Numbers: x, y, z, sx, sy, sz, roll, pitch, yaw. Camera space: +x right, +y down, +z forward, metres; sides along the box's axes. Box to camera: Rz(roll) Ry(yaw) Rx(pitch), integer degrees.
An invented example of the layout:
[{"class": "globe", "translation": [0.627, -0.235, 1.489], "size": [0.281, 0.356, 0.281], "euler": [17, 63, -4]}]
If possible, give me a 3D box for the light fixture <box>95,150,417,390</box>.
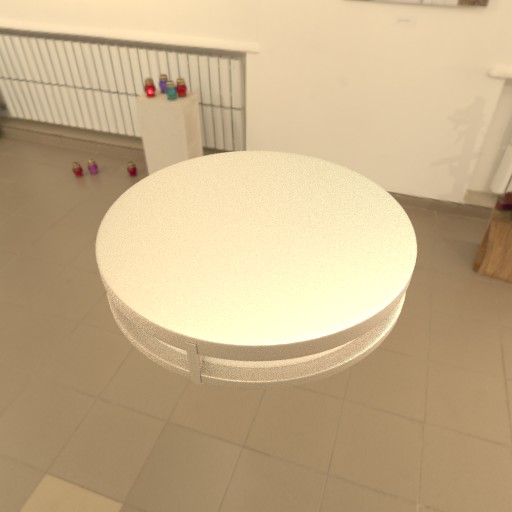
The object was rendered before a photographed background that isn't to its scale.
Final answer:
[{"class": "light fixture", "translation": [0.000, 0.000, 0.537], "size": [0.356, 0.102, 0.356], "euler": [0, 40, 0]}]
